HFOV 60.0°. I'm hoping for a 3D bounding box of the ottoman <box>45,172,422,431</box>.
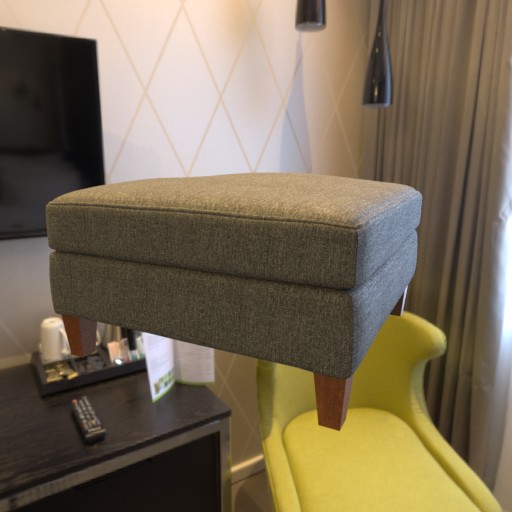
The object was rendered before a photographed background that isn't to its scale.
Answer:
[{"bbox_3d":[0.000,0.000,1.337,0.838,0.481,0.838,7,15,26],"label":"ottoman"}]
